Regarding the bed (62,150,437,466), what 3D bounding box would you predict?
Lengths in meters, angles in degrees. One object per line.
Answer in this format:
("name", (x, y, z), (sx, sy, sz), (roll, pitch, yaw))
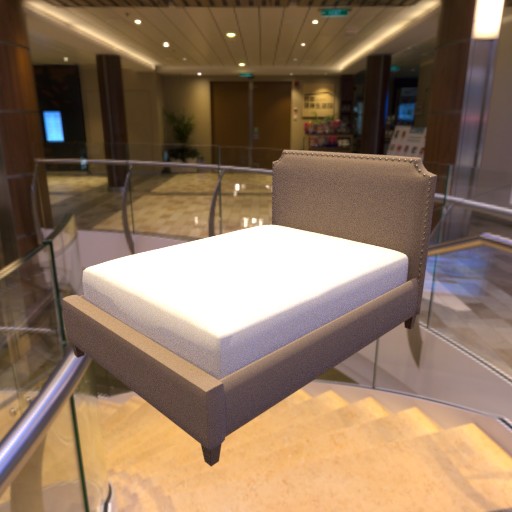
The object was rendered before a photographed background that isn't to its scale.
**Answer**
("bed", (0.000, 0.000, 3.417), (1.713, 1.443, 2.372), (16, 23, 42))
